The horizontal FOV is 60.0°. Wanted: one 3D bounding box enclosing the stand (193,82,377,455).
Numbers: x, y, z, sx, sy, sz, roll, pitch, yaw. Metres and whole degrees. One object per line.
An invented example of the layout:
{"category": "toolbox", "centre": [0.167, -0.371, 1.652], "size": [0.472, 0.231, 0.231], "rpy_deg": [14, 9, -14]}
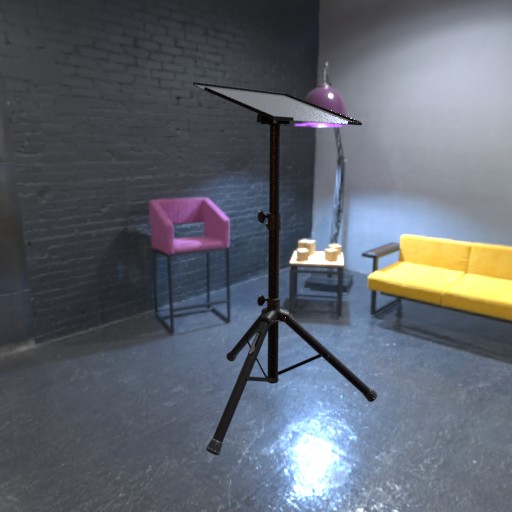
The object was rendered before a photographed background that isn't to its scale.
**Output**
{"category": "stand", "centre": [0.000, 0.000, 1.640], "size": [0.702, 1.198, 0.702], "rpy_deg": [-13, 19, -43]}
